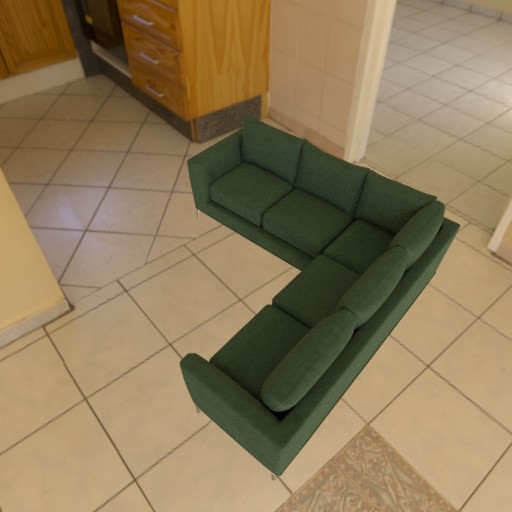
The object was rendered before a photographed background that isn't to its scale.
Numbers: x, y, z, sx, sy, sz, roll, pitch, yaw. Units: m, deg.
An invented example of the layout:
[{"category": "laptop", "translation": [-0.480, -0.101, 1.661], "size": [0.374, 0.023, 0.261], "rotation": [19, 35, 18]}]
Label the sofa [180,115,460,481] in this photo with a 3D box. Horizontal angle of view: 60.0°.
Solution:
[{"category": "sofa", "translation": [0.000, 0.000, 3.812], "size": [2.468, 1.004, 2.452], "rotation": [31, 53, 27]}]
